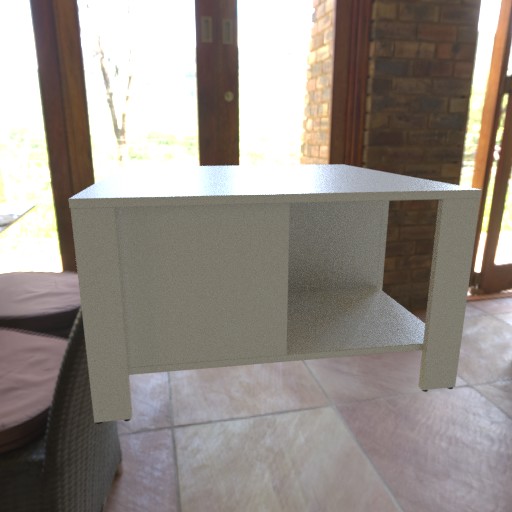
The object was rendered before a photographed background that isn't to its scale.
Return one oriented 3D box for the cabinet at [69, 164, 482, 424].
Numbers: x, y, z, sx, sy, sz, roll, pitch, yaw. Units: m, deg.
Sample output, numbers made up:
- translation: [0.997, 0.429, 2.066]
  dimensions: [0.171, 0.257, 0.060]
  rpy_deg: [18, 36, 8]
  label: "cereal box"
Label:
- translation: [0.000, 0.000, 1.280]
  dimensions: [0.800, 0.460, 0.800]
  rpy_deg: [-3, 16, -9]
  label: "cabinet"
